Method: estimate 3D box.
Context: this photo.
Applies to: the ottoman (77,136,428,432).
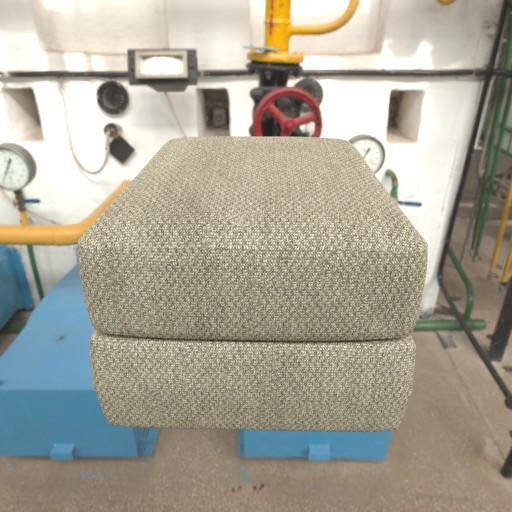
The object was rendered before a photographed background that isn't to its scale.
[{"bbox_3d":[0.000,0.000,1.102,0.603,0.476,0.751,1,27,1],"label":"ottoman"}]
